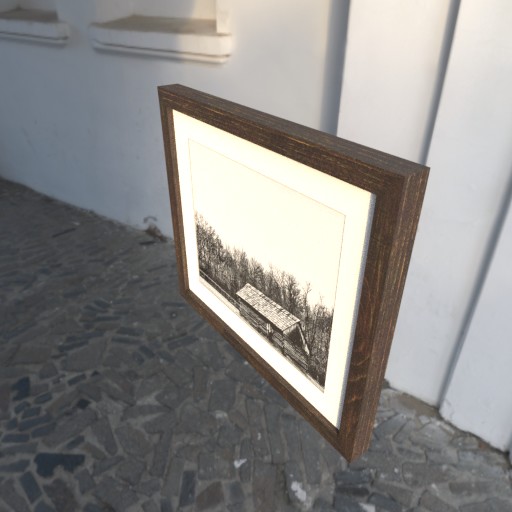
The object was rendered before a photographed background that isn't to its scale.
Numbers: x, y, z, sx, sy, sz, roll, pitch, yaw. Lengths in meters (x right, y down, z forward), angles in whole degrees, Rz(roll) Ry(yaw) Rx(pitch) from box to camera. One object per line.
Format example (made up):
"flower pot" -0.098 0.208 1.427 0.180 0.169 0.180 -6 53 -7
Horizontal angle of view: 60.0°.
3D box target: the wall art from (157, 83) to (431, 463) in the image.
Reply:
"wall art" 0.000 0.000 0.531 0.031 0.330 0.381 -22 38 -31
